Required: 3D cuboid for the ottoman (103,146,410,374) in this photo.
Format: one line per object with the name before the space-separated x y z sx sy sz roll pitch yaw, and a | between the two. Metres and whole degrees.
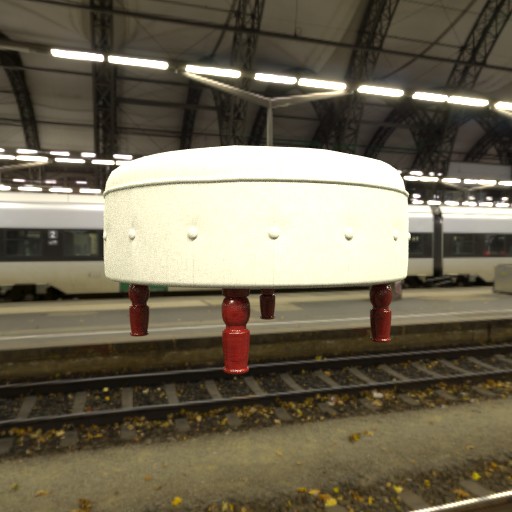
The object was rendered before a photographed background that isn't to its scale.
ottoman | 0.000 0.000 1.305 0.850 0.483 0.850 0 1 0
